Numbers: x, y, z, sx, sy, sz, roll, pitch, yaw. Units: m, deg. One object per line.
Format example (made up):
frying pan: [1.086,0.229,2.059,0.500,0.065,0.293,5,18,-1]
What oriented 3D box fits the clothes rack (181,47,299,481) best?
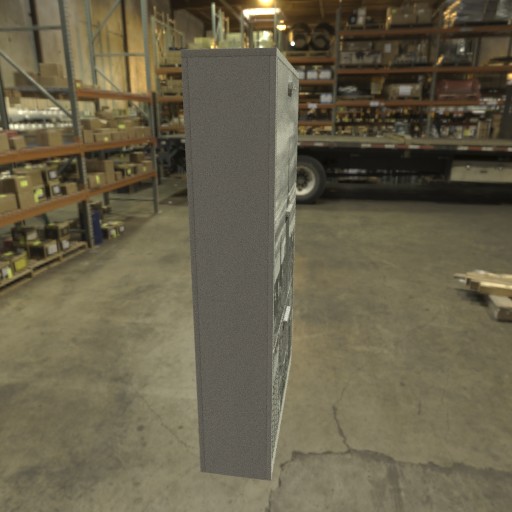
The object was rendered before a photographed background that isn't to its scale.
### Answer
clothes rack: [0.000,0.000,1.608,0.250,1.280,0.750,3,18,9]
